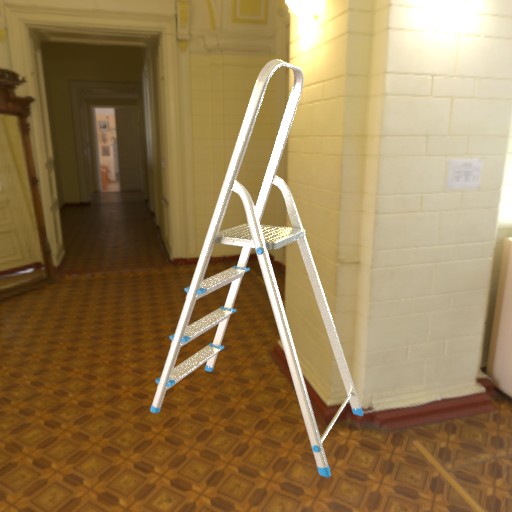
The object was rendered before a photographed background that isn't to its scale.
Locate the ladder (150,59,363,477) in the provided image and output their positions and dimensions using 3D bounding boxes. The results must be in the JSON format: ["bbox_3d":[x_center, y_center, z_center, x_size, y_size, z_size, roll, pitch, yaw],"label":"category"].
[{"bbox_3d":[0.000,0.000,1.789,0.842,1.434,0.445,8,16,28],"label":"ladder"}]
